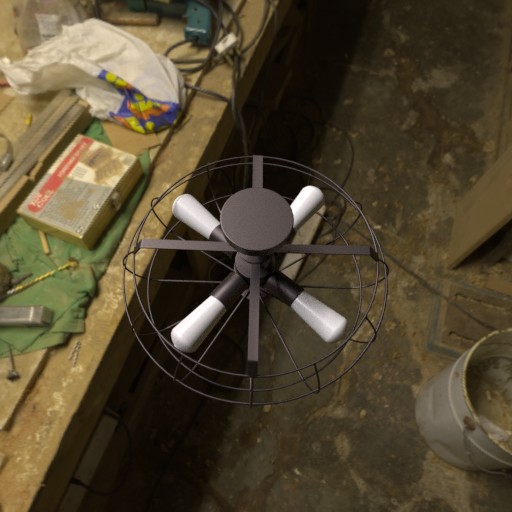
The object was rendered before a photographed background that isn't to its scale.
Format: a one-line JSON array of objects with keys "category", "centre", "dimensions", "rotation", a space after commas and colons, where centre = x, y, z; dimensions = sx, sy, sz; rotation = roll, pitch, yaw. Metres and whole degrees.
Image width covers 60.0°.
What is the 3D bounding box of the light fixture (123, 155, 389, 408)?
[{"category": "light fixture", "centre": [0.000, 0.000, 0.929], "dimensions": [0.582, 0.311, 0.582], "rotation": [0, 63, 0]}]
